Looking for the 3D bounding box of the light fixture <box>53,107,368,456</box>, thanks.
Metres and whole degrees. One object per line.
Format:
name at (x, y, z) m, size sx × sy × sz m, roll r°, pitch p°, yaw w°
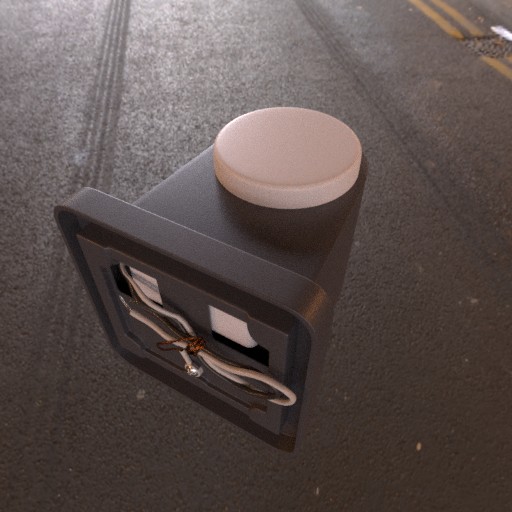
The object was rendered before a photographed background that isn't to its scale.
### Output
light fixture at (0.000, 0.000, 0.214) m, size 0.109 × 0.109 × 0.132 m, roll 23°, pitch 50°, yaw 20°
